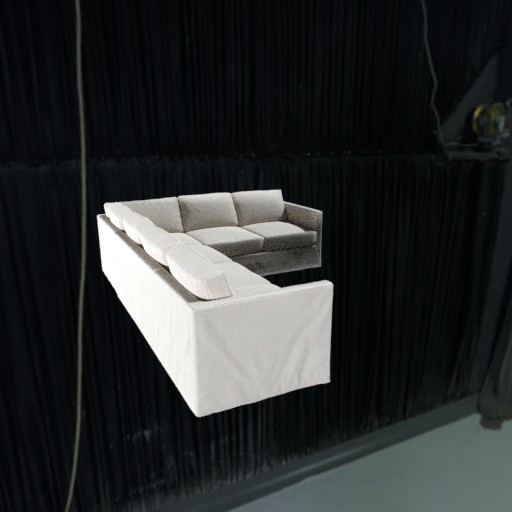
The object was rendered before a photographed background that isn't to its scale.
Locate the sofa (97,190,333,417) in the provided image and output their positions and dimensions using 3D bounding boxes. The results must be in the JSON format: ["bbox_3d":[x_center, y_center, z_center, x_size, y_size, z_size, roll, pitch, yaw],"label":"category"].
[{"bbox_3d":[0.000,0.000,4.277,2.432,0.871,3.182,-8,17,-27],"label":"sofa"}]
